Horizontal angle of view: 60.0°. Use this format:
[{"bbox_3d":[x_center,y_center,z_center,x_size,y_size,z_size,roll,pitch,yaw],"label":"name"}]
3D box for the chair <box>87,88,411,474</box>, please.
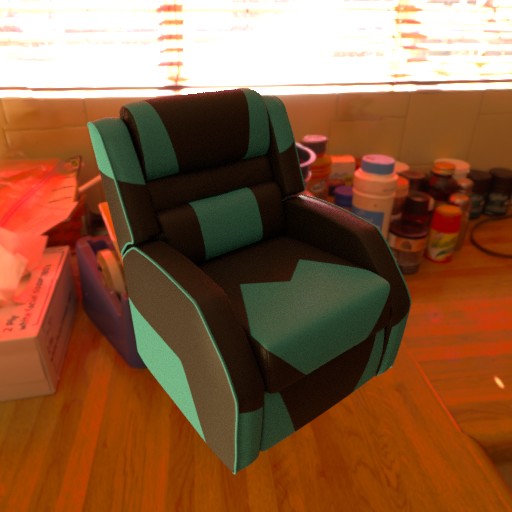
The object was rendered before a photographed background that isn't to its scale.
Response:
[{"bbox_3d":[0.000,0.000,1.264,0.620,0.805,0.672,-21,36,-32],"label":"chair"}]
